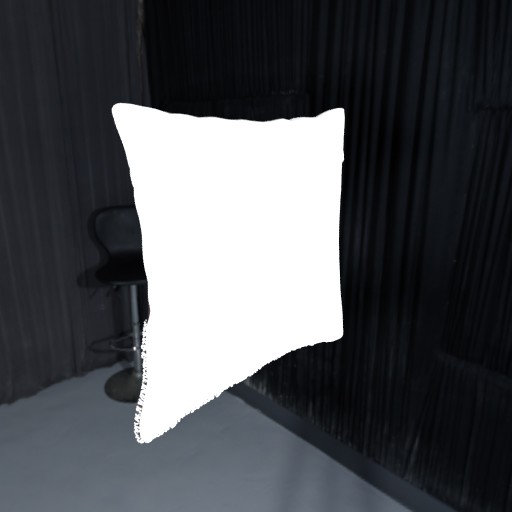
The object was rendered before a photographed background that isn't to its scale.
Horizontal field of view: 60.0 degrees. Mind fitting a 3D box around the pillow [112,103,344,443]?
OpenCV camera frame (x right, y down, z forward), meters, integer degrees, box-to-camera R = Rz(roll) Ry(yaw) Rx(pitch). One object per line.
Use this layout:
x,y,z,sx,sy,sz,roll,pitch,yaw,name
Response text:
0.000,0.000,0.729,0.475,0.473,0.178,-16,23,-42,pillow
